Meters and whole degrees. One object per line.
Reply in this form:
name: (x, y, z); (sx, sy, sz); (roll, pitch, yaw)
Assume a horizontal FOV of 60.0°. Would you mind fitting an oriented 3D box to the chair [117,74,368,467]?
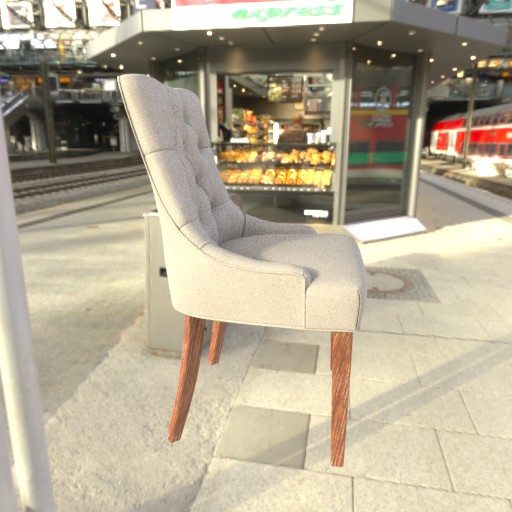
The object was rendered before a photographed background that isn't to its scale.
chair: (0.000, 0.000, 1.182); (0.565, 0.874, 0.509); (2, 15, 9)
